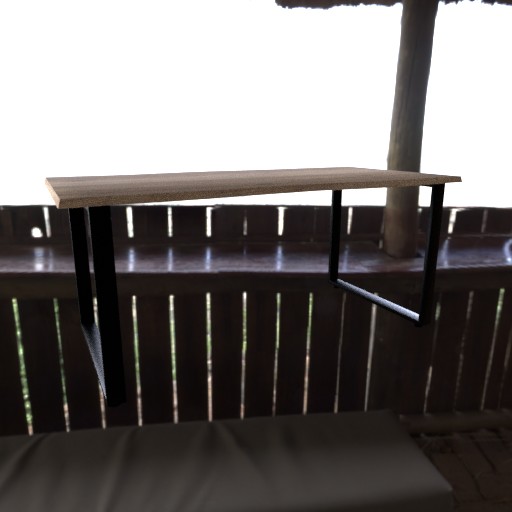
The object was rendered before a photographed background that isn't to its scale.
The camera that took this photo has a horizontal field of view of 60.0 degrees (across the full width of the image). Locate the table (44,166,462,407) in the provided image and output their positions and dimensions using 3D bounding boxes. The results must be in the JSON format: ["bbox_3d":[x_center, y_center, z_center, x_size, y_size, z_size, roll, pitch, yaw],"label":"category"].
[{"bbox_3d":[0.000,0.000,2.207,1.800,0.780,0.900,-8,17,-26],"label":"table"}]
